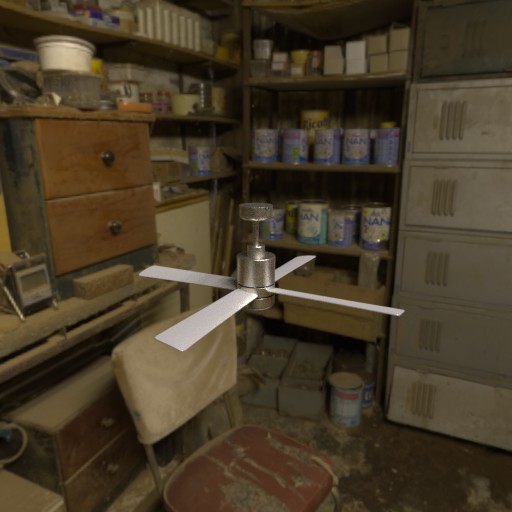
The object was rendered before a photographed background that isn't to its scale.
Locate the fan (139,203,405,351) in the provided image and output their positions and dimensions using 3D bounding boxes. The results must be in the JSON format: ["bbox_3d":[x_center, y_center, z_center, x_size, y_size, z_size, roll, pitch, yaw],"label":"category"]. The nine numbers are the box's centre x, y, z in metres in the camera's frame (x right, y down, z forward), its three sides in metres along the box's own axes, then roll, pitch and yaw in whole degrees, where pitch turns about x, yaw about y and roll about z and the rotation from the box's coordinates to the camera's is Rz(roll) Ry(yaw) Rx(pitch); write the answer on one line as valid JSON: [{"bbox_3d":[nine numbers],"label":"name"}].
[{"bbox_3d":[0.000,0.000,2.340,1.525,0.539,1.525,8,16,27],"label":"fan"}]
